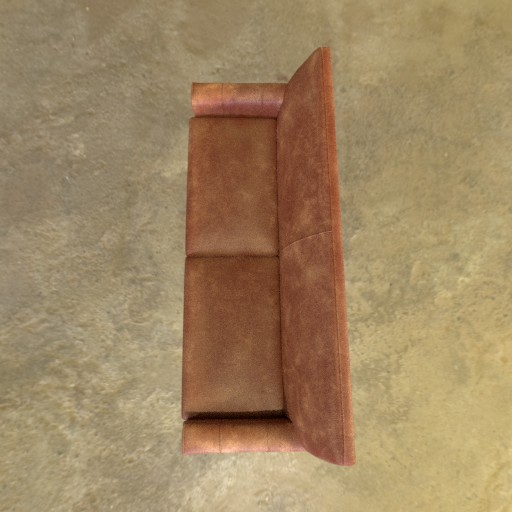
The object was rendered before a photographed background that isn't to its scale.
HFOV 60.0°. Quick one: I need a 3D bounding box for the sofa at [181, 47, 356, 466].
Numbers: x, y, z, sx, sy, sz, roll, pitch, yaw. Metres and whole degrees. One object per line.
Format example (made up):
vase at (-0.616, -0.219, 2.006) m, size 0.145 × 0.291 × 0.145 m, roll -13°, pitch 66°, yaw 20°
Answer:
sofa at (0.000, 0.000, 2.524) m, size 0.805 × 0.947 × 2.053 m, roll -1°, pitch 76°, yaw 0°
